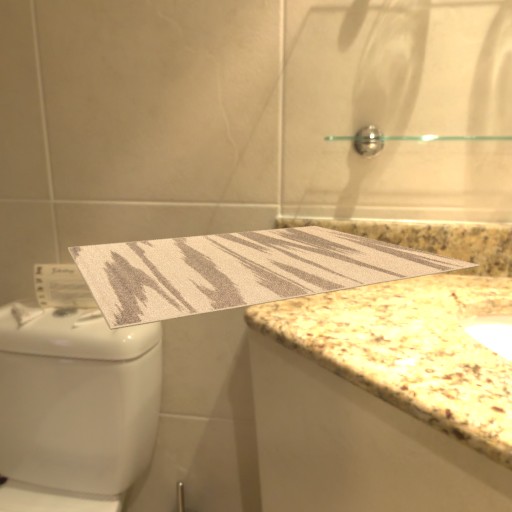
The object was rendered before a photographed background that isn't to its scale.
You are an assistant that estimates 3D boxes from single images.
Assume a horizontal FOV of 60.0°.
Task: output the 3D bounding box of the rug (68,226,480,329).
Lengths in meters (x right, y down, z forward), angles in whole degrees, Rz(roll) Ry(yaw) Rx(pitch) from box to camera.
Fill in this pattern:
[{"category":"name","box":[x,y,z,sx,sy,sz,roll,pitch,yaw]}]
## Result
[{"category":"rug","box":[0.000,0.000,3.985,2.945,0.014,2.353,-7,14,-27]}]
